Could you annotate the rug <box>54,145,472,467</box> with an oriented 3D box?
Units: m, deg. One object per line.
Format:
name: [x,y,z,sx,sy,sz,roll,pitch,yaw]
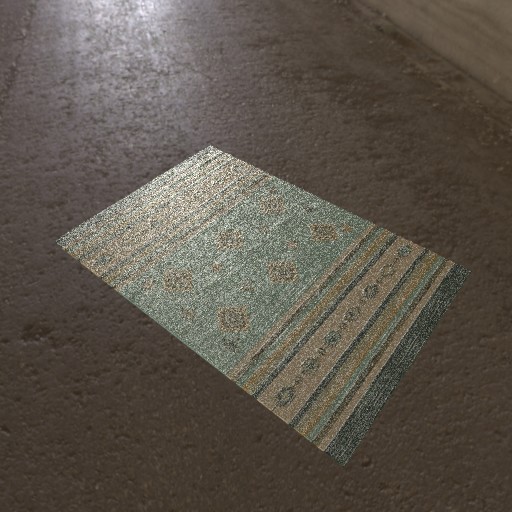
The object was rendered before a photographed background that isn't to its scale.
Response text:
rug: [0.000,0.000,2.301,1.811,0.010,1.212,31,53,26]
